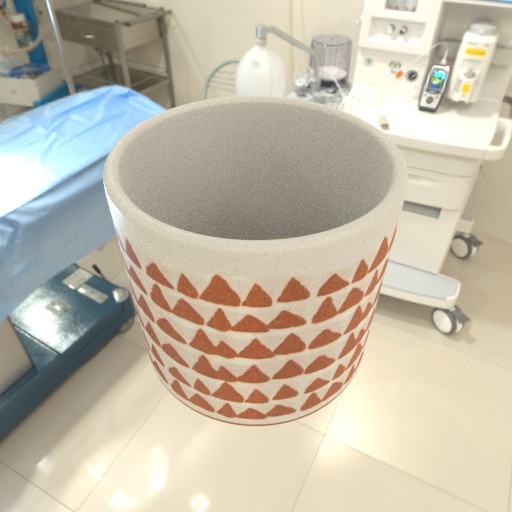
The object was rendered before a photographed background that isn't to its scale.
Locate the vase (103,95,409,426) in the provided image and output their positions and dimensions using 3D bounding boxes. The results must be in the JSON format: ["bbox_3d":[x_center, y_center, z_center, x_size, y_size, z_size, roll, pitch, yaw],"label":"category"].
[{"bbox_3d":[0.000,0.000,0.245,0.137,0.127,0.137,0,41,0],"label":"vase"}]
